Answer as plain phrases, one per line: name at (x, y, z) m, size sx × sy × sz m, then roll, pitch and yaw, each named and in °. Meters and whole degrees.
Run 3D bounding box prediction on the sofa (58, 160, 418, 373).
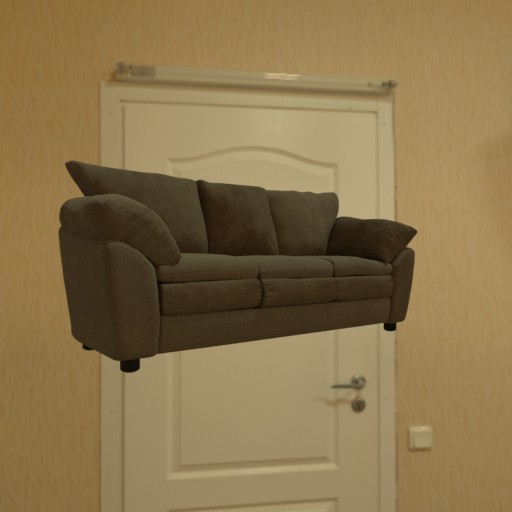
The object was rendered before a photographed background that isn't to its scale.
sofa at (0.000, 0.000, 2.877) m, size 2.336 × 1.073 × 0.878 m, roll 0°, pitch 0°, yaw -37°
